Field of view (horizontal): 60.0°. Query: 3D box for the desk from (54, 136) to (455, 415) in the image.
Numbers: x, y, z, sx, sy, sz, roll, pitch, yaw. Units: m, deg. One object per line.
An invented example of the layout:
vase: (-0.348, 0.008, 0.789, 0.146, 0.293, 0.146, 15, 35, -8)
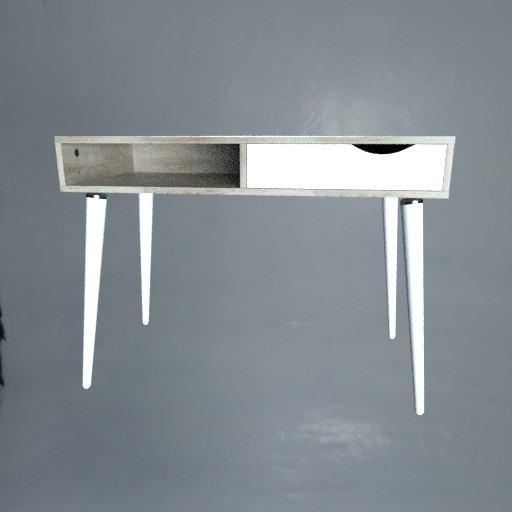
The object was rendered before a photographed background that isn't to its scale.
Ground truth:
desk: (0.000, 0.000, 1.389, 0.979, 0.723, 0.491, 2, 15, 8)
